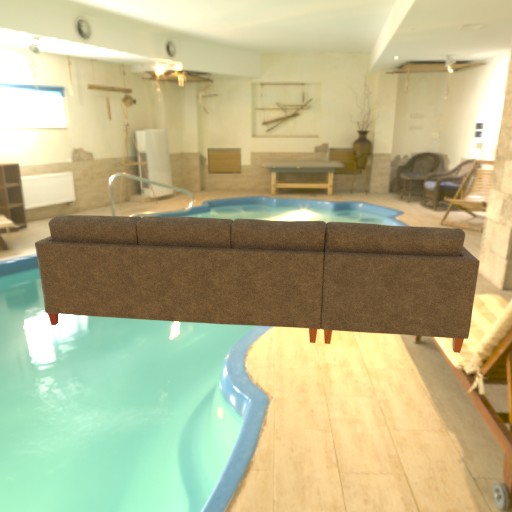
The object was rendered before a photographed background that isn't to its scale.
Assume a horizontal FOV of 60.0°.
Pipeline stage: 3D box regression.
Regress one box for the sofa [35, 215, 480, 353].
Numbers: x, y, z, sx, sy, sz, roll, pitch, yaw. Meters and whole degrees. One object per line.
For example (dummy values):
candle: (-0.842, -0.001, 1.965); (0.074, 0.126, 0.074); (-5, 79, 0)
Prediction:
sofa: (0.000, 0.000, 4.197); (3.471, 0.954, 1.606); (2, 17, 8)
